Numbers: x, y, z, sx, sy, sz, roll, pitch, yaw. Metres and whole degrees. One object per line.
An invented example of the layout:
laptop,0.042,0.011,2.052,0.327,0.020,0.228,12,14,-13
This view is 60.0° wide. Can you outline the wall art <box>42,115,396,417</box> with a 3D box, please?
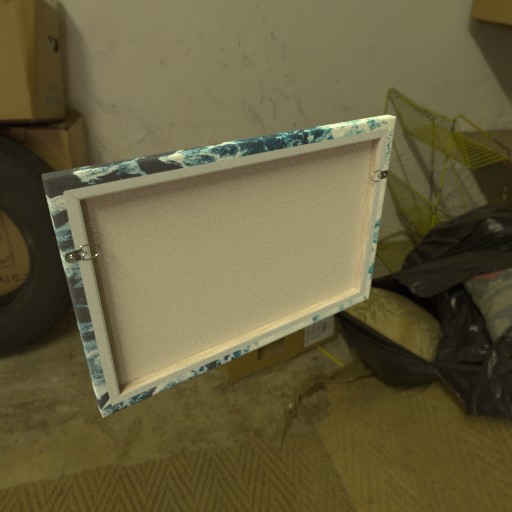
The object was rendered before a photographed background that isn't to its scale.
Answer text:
wall art,0.000,0.000,1.933,1.524,1.017,0.055,-18,34,-29
